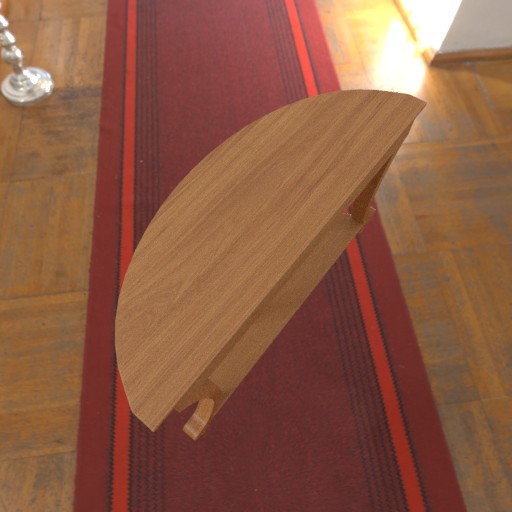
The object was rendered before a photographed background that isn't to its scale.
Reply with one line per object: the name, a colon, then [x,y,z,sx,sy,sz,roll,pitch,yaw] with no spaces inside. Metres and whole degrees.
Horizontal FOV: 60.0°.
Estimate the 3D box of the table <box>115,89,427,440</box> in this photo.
table: [0.000,0.000,1.499,0.394,0.692,1.198,35,67,17]
